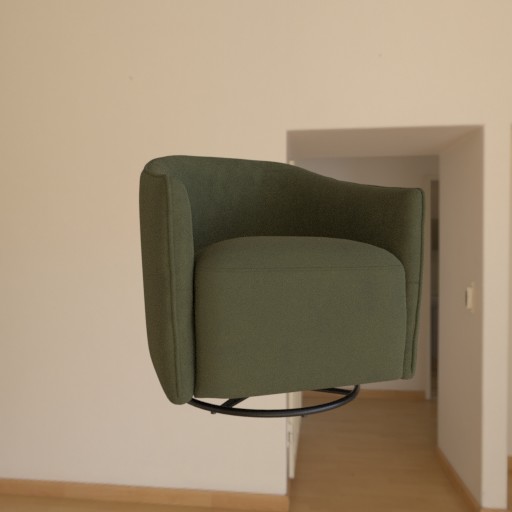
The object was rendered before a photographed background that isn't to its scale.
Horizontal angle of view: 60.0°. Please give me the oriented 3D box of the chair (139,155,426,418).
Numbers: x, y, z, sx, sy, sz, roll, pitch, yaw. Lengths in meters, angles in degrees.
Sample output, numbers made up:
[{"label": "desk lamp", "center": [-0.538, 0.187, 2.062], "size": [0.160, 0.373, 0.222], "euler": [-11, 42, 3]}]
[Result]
[{"label": "chair", "center": [0.000, 0.000, 1.461], "size": [0.747, 0.799, 0.875], "euler": [0, 1, -19]}]
